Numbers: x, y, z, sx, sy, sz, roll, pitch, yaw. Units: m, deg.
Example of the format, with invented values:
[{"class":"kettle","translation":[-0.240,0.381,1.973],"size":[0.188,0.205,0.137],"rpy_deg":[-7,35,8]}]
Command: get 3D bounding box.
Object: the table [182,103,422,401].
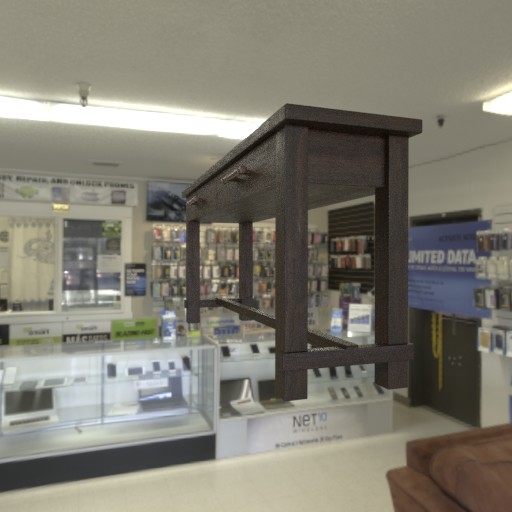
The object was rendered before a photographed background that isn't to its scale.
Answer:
[{"class":"table","translation":[0.000,0.000,1.920],"size":[0.442,0.762,1.599],"rpy_deg":[0,0,-19]}]
